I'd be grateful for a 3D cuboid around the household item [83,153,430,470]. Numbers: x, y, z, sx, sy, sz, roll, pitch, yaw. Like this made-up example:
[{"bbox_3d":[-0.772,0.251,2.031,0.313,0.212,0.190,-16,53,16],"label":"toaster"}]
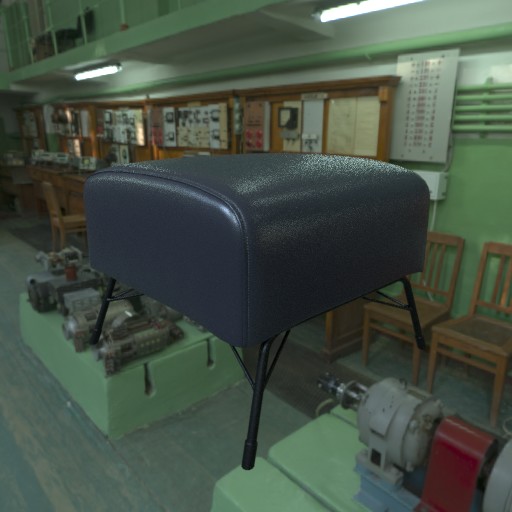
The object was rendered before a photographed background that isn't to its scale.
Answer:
[{"bbox_3d":[0.000,0.000,0.919,0.530,0.410,0.530,-15,22,-41],"label":"household item"}]
